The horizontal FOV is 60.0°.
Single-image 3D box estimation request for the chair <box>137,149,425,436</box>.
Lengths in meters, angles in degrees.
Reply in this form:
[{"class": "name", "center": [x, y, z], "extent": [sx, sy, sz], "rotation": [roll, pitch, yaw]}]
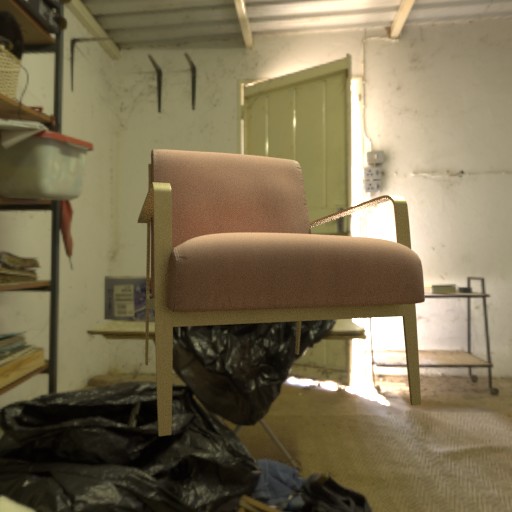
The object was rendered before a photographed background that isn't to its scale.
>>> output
[{"class": "chair", "center": [0.000, 0.000, 1.427], "extent": [0.701, 0.823, 0.848], "rotation": [0, -1, -18]}]
